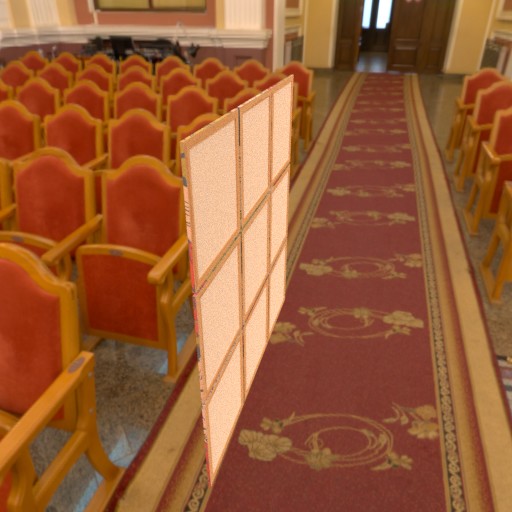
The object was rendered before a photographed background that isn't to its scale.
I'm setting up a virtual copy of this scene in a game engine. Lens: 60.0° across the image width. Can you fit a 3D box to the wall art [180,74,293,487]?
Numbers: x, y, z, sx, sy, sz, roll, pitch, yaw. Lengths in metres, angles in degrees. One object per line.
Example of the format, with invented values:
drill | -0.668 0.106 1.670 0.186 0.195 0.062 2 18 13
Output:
wall art | 0.000 0.000 2.238 0.013 1.534 1.519 8 30 14
